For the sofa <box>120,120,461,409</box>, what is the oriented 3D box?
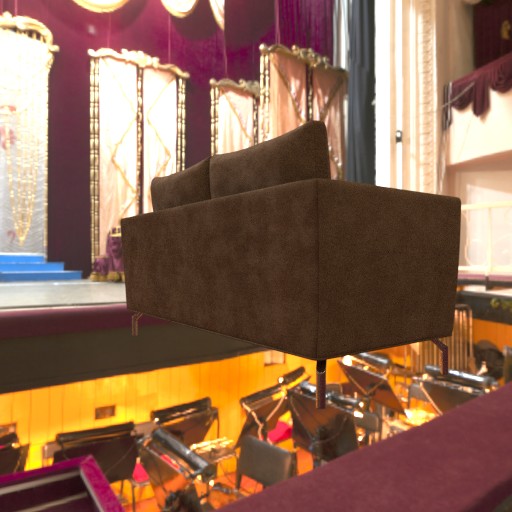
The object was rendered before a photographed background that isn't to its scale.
[{"bbox_3d":[0.000,0.000,2.358,0.855,1.013,1.832,0,0,-36],"label":"sofa"}]
